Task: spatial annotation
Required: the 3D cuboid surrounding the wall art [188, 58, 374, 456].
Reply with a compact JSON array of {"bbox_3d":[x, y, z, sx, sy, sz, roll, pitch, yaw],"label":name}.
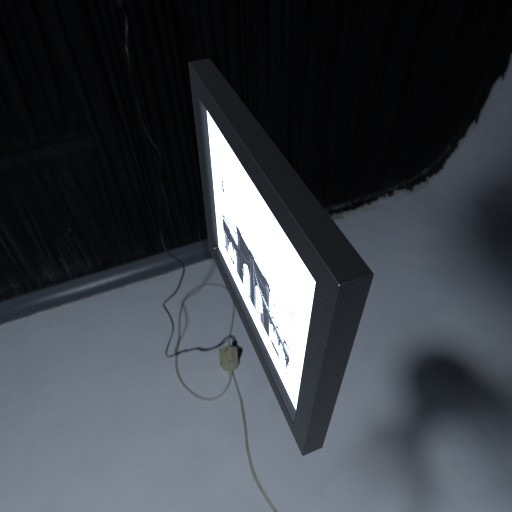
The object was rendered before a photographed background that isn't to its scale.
[{"bbox_3d":[0.000,0.000,0.547,0.028,0.330,0.380,-16,49,-15],"label":"wall art"}]
